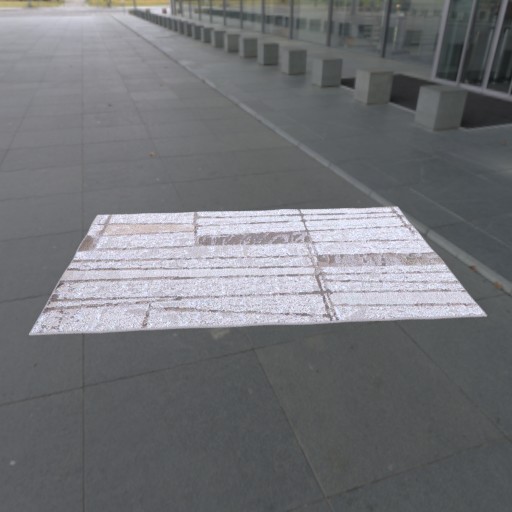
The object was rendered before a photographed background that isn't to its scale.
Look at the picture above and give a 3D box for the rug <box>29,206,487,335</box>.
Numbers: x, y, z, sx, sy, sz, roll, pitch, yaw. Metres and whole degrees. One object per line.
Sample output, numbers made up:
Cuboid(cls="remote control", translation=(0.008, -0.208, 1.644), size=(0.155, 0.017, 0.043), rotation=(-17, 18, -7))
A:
Cuboid(cls="rug", translation=(0.000, 0.000, 1.053), size=(0.867, 0.007, 0.515), rotation=(-2, 30, -3))
